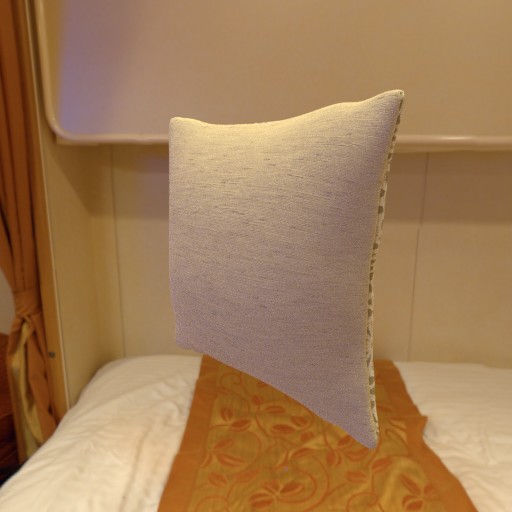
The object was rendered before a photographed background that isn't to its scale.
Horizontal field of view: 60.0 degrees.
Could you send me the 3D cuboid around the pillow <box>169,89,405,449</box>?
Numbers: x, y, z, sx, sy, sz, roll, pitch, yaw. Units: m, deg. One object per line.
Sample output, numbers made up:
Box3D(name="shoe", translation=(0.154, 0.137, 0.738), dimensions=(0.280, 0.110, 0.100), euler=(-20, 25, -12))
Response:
Box3D(name="pillow", translation=(0.000, 0.000, 0.652), dimensions=(0.167, 0.421, 0.438), euler=(-12, 17, -42))
